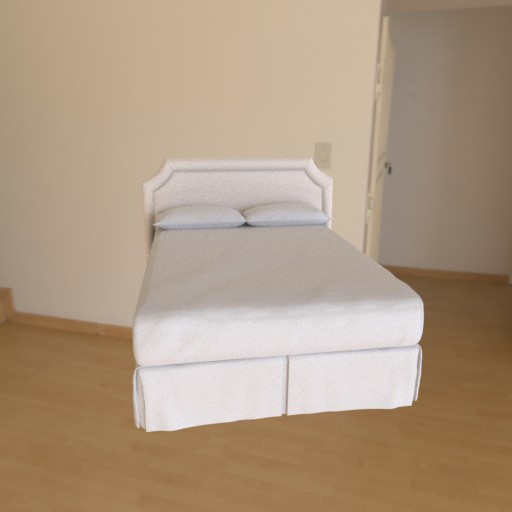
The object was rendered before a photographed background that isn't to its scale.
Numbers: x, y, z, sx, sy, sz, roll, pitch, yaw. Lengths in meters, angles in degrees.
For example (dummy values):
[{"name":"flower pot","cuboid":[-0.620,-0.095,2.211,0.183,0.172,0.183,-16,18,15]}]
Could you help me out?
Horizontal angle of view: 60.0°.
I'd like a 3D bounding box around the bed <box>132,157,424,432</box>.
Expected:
[{"name":"bed","cuboid":[0.000,0.000,3.330,1.828,1.297,2.164,-3,17,-8]}]
